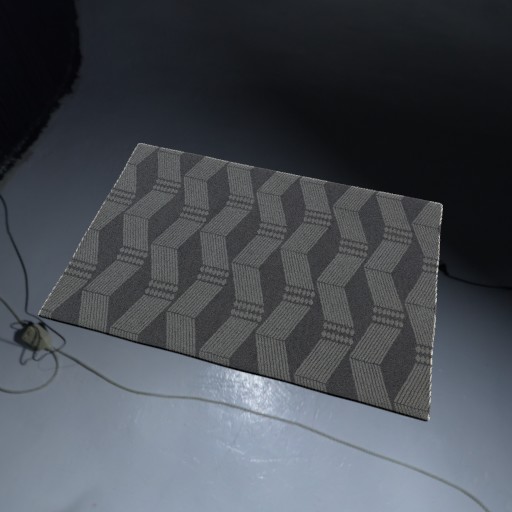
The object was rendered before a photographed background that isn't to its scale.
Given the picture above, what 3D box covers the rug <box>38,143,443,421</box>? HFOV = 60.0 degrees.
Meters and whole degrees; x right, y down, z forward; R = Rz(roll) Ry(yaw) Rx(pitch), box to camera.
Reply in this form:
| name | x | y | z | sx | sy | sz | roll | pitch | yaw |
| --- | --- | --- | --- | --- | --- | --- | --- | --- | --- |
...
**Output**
| name | x | y | z | sx | sy | sz | roll | pitch | yaw |
| --- | --- | --- | --- | --- | --- | --- | --- | --- | --- |
| rug | 0.000 | 0.000 | 2.295 | 1.833 | 0.016 | 1.210 | 13 | 59 | 8 |
